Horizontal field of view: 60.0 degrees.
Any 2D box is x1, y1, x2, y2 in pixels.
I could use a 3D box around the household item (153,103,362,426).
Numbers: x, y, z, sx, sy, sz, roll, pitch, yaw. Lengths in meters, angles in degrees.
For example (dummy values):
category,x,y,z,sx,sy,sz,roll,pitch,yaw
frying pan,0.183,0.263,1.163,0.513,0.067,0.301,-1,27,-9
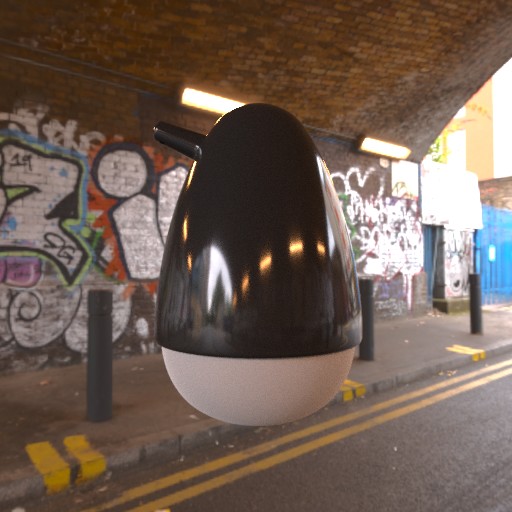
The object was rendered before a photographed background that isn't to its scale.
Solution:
category,x,y,z,sx,sy,sz,roll,pitch,yaw
household item,0.000,0.000,0.223,0.104,0.152,0.102,0,-1,1
